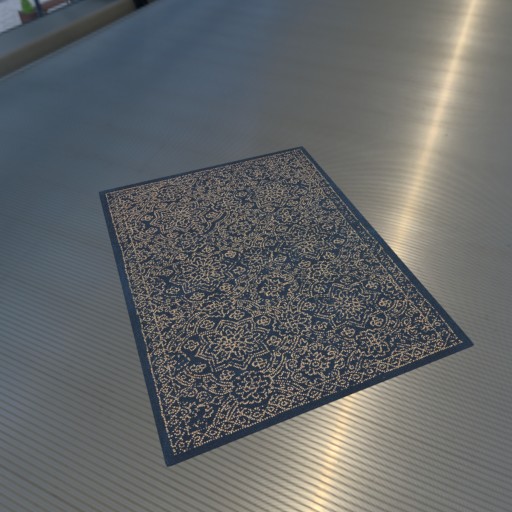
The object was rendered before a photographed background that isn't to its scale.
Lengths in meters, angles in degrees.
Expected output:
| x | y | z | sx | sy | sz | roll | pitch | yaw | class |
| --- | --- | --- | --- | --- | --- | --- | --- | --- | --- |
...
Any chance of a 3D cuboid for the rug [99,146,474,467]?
| x | y | z | sx | sy | sz | roll | pitch | yaw | class |
| --- | --- | --- | --- | --- | --- | --- | --- | --- | --- |
| 0.000 | 0.000 | 4.104 | 2.438 | 0.010 | 3.048 | -16 | 48 | -15 | rug |
